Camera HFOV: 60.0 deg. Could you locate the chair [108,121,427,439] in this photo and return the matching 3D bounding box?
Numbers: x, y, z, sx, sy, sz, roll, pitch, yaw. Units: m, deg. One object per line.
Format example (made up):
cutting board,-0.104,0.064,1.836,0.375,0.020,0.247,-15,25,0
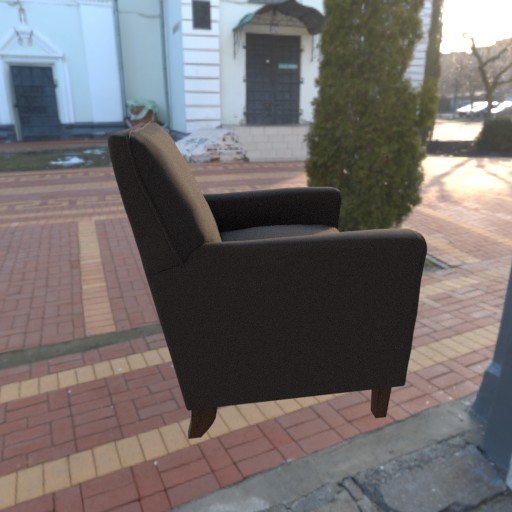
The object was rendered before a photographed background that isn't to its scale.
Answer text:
chair,0.000,0.000,1.592,0.831,0.911,0.836,-3,19,-8
